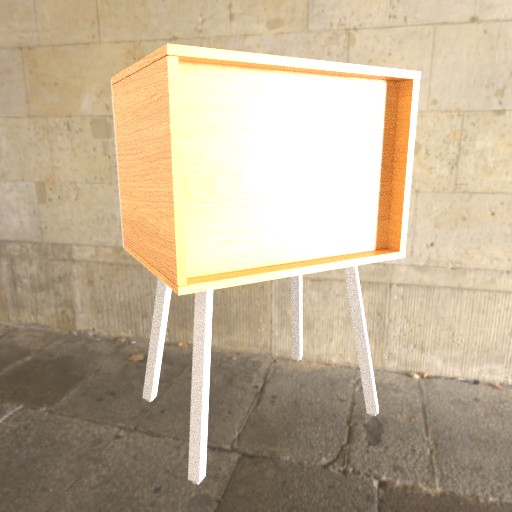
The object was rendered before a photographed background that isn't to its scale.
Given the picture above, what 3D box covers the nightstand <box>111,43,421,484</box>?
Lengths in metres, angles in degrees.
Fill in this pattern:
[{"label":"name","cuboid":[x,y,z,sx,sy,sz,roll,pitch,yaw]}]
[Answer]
[{"label":"nightstand","cuboid":[0.000,0.000,0.790,0.400,0.601,0.316,-8,16,-28]}]
